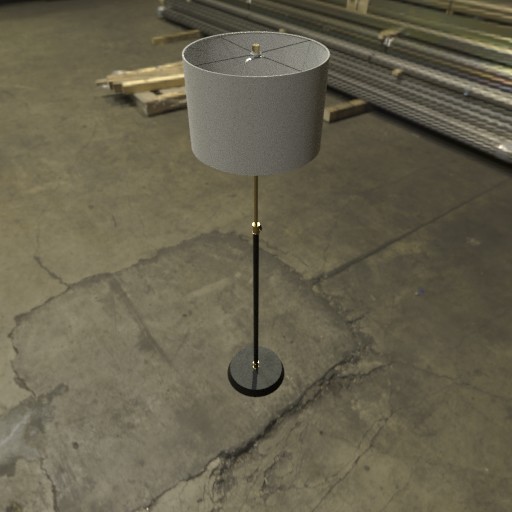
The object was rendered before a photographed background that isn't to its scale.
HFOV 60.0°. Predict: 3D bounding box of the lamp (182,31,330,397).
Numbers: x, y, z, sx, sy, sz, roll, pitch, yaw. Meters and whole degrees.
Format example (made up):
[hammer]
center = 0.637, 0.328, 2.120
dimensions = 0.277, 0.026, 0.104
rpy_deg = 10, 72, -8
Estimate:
[lamp]
center = 0.000, 0.000, 1.703
dimensions = 0.404, 1.517, 0.404
rpy_deg = -25, 47, -26
